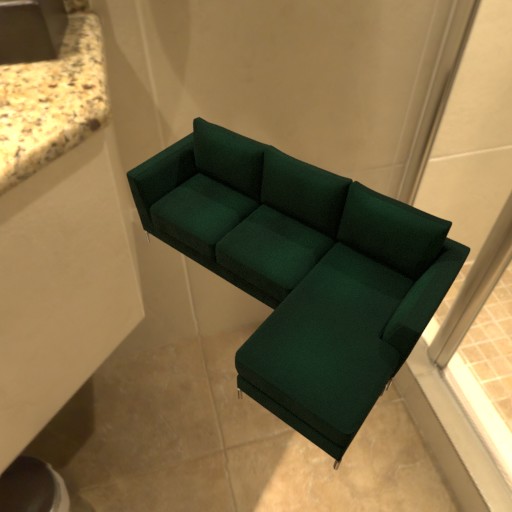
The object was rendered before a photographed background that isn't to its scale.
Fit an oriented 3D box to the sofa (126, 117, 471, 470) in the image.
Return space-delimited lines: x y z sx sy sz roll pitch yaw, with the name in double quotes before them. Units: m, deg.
"sofa" 0.000 0.000 3.184 2.441 1.007 1.489 29 53 25
